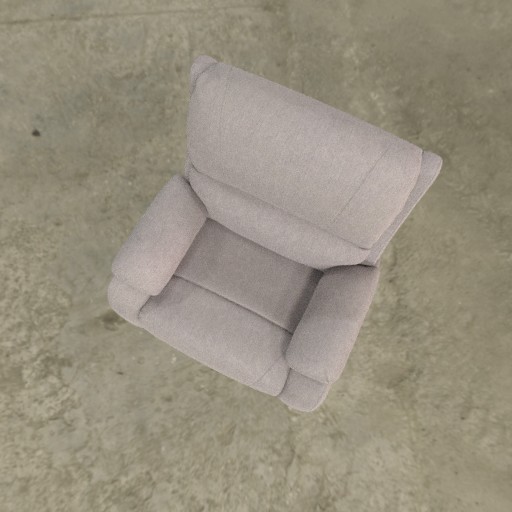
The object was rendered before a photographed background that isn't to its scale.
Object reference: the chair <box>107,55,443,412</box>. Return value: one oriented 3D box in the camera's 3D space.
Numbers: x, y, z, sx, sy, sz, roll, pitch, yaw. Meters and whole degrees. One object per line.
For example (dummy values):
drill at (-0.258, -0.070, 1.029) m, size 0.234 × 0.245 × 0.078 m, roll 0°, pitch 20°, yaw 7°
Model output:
chair at (0.000, 0.000, 1.700) m, size 0.930 × 1.011 × 0.899 m, roll 26°, pitch 76°, yaw 7°
